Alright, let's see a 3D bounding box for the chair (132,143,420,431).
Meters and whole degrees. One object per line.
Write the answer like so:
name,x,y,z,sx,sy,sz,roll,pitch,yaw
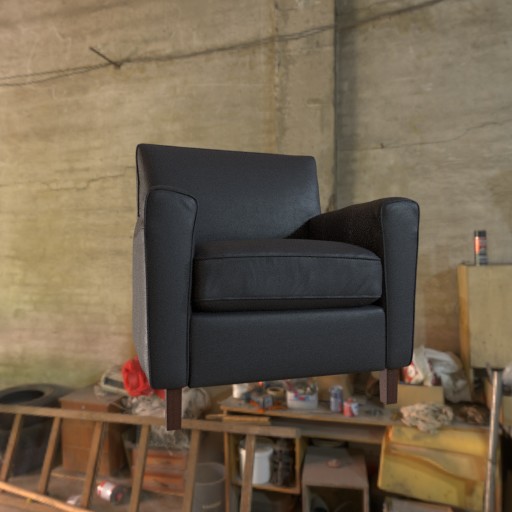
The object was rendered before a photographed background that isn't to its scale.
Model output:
chair,0.000,0.000,1.640,0.870,0.943,0.825,0,0,-18
